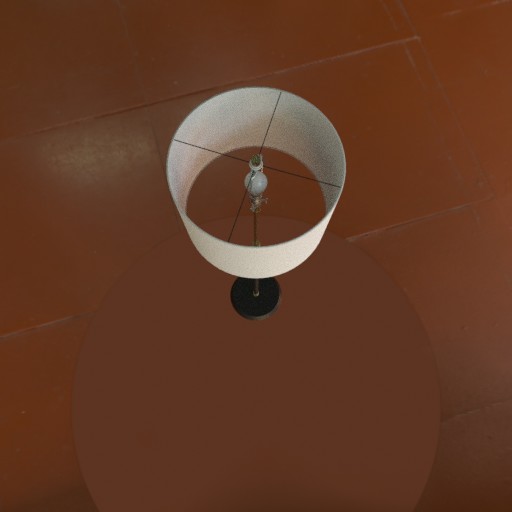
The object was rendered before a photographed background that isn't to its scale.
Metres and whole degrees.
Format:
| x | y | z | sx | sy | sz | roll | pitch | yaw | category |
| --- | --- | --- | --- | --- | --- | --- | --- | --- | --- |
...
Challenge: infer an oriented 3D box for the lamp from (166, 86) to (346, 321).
| x | y | z | sx | sy | sz | roll | pitch | yaw | category |
| --- | --- | --- | --- | --- | --- | --- | --- | --- | --- |
| 0.000 | 0.000 | 1.710 | 0.404 | 1.517 | 0.404 | 17 | 74 | 5 | lamp |
